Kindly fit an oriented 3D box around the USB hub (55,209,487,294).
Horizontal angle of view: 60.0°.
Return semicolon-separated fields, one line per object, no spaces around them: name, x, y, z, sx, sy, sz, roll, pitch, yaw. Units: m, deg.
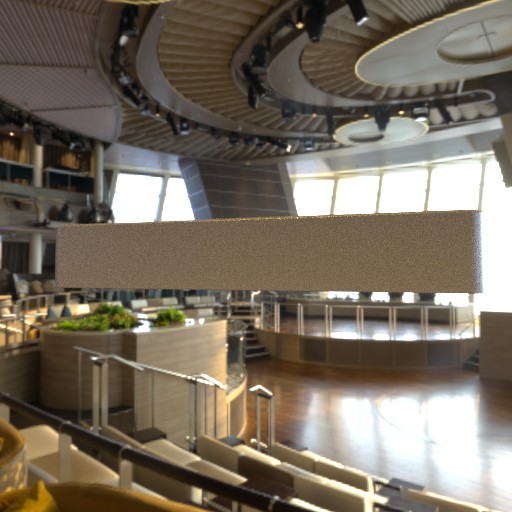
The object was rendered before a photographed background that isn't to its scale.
USB hub;0.000;0.000;0.161;0.145;0.023;0.044;-1;-2;18
